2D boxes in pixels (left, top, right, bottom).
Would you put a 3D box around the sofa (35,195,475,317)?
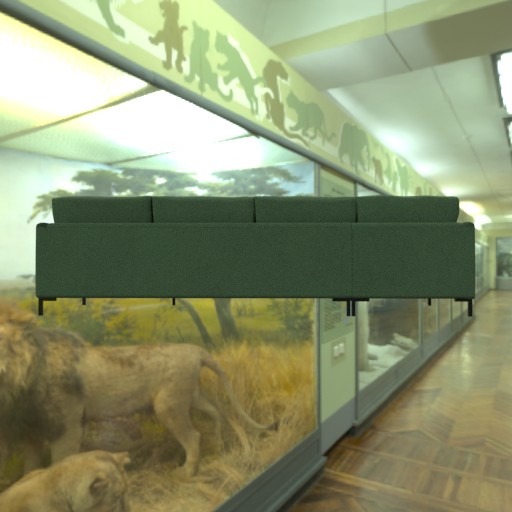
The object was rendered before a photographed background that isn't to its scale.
[{"bbox_3d":[0.000,0.000,3.287,2.486,0.687,1.707,0,-1,1],"label":"sofa"}]
